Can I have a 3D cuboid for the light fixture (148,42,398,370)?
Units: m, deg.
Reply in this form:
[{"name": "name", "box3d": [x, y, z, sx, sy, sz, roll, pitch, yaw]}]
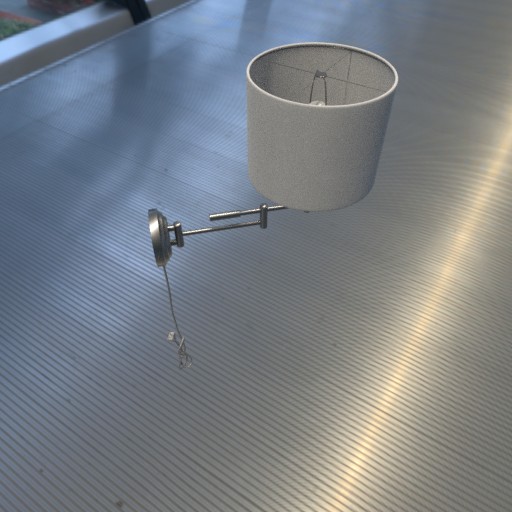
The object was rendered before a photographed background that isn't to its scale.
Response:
[{"name": "light fixture", "box3d": [0.000, 0.000, 1.029, 0.479, 0.842, 0.253, -9, 46, -9]}]
